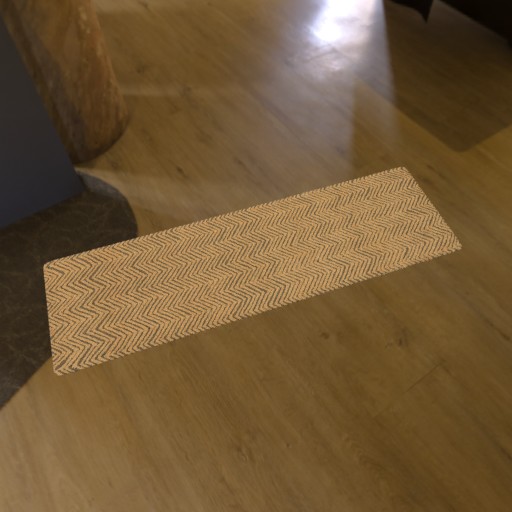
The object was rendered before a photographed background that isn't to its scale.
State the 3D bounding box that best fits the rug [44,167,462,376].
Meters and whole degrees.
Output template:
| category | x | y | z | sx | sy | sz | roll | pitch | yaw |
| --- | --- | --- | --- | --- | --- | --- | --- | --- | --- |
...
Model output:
| category | x | y | z | sx | sy | sz | roll | pitch | yaw |
| --- | --- | --- | --- | --- | --- | --- | --- | --- | --- |
| rug | 0.000 | 0.000 | 2.512 | 2.286 | 0.008 | 0.686 | -16 | 59 | -10 |
